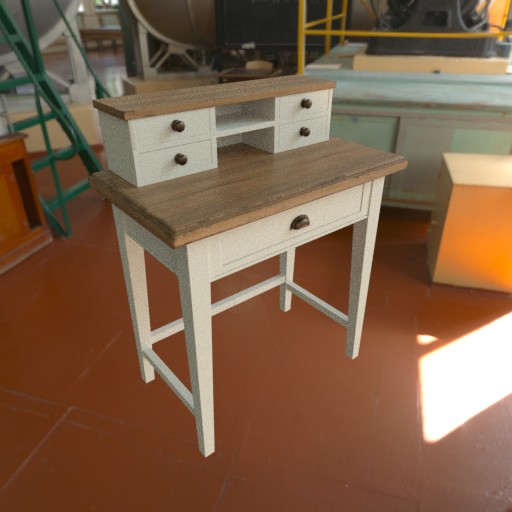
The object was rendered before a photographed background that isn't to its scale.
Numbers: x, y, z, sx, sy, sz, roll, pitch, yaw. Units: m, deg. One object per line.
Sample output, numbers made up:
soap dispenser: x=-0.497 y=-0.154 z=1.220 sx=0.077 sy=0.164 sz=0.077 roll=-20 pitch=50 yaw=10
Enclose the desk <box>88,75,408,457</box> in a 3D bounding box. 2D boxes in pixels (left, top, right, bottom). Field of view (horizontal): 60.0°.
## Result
desk: x=0.000 y=0.000 z=1.425 sx=0.814 sy=0.981 sz=0.462 roll=-22 pitch=36 yaw=-33
